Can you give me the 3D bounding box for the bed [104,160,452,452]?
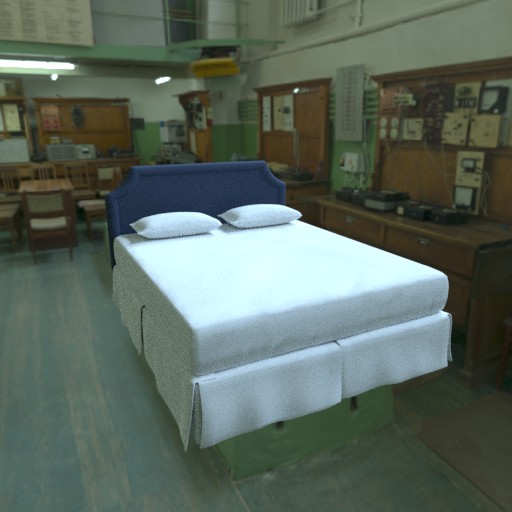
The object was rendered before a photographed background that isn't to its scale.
[{"bbox_3d":[0.000,0.000,4.141,2.350,1.488,2.773,-9,19,-26],"label":"bed"}]
